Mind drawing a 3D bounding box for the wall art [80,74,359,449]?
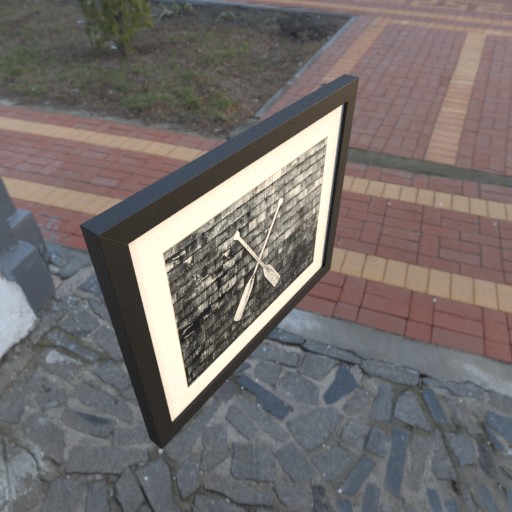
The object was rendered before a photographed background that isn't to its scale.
[{"bbox_3d":[0.000,0.000,0.765,0.029,0.457,0.558,27,48,27],"label":"wall art"}]
